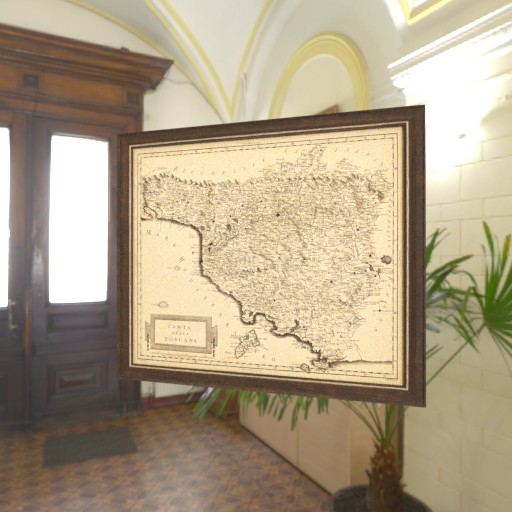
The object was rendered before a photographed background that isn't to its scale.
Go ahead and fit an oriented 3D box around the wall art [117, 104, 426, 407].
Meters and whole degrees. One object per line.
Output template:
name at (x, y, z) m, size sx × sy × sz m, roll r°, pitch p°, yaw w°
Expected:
wall art at (0.000, 0.000, 1.442) m, size 1.033 × 0.875 × 0.023 m, roll 0°, pitch 0°, yaw 17°
